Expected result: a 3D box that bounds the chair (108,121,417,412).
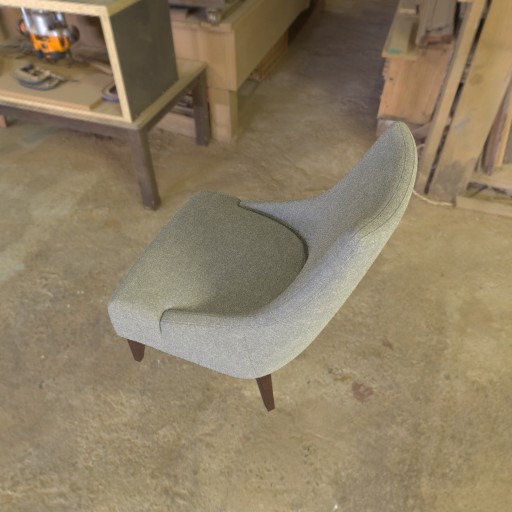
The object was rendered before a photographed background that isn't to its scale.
[{"bbox_3d":[0.000,0.000,1.539,0.861,0.909,0.701,17,48,15],"label":"chair"}]
